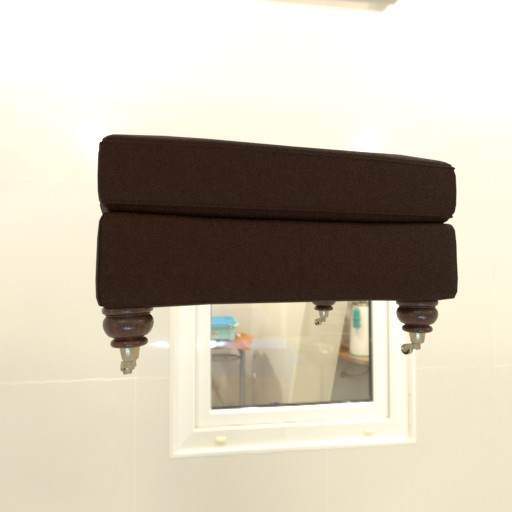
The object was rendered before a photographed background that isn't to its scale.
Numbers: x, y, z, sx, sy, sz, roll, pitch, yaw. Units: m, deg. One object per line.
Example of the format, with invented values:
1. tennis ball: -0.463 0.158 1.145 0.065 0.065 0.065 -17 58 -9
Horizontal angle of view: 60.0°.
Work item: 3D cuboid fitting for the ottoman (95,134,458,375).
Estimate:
1. ottoman: 0.000 0.000 1.808 1.187 0.730 0.967 0 -2 -17
